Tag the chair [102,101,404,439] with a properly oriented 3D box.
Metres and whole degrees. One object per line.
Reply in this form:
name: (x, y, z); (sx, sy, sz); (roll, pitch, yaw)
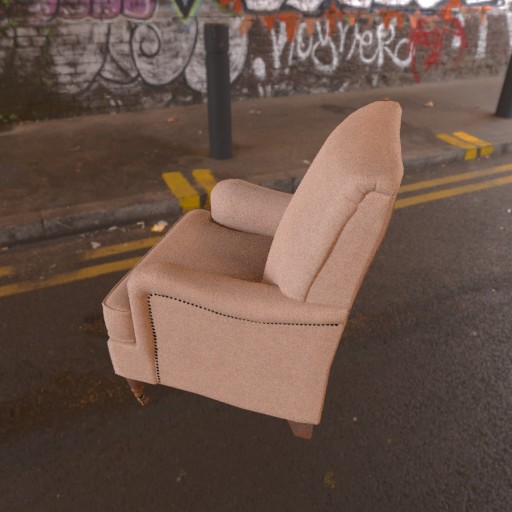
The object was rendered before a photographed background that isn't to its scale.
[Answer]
chair: (0.000, 0.000, 1.764); (0.953, 1.119, 0.879); (8, 32, 13)
